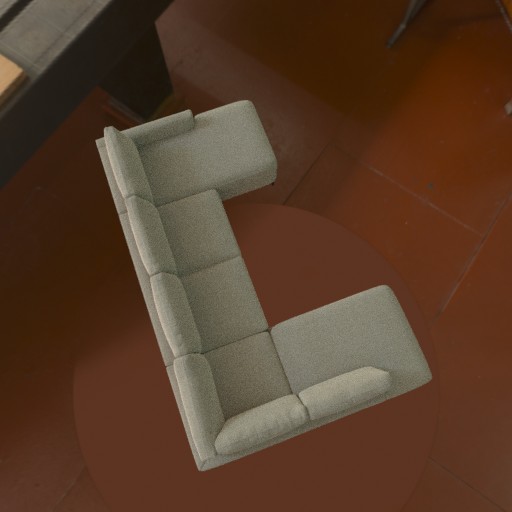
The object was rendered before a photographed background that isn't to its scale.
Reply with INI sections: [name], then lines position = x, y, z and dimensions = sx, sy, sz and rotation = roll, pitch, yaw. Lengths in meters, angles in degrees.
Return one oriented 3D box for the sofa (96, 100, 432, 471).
[sofa]
position = 0.000, 0.000, 3.877
dimensions = 1.989, 0.862, 2.984
rotation = -20, 76, -5
